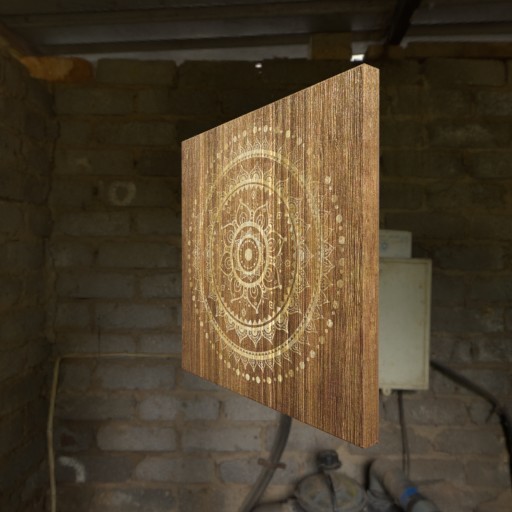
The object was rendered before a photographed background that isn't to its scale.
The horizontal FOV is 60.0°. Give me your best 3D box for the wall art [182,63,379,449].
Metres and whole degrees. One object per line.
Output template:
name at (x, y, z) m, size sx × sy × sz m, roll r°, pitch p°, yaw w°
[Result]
wall art at (0.000, 0.000, 0.945) m, size 0.042 × 0.608 × 0.611 m, roll 0°, pitch 0°, yaw -37°
